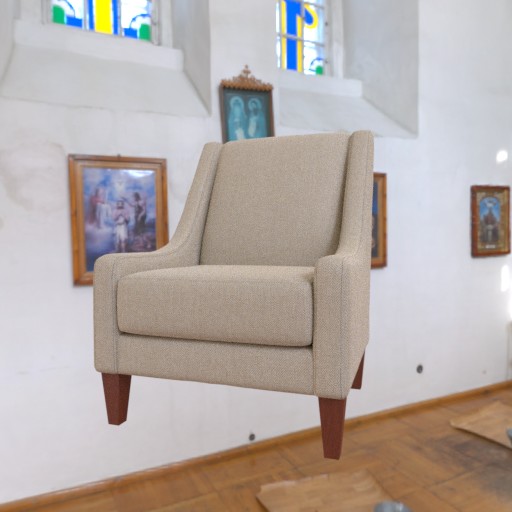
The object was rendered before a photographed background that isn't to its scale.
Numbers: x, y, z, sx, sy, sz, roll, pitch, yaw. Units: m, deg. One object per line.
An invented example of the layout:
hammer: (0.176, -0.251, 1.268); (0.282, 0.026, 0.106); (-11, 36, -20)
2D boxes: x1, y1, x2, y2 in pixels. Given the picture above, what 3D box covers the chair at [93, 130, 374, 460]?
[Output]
chair: (0.000, 0.000, 1.583); (0.774, 1.014, 0.870); (1, 2, 19)
